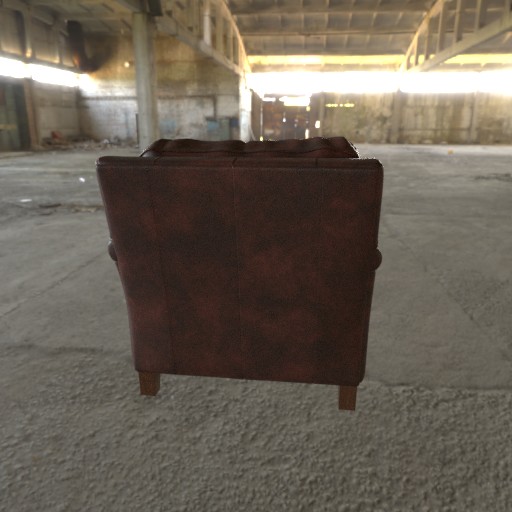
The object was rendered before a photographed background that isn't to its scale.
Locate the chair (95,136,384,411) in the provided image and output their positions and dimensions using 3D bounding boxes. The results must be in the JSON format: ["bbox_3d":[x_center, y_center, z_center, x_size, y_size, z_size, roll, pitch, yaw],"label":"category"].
[{"bbox_3d":[0.000,0.000,2.001,0.987,1.051,1.156,2,17,7],"label":"chair"}]
